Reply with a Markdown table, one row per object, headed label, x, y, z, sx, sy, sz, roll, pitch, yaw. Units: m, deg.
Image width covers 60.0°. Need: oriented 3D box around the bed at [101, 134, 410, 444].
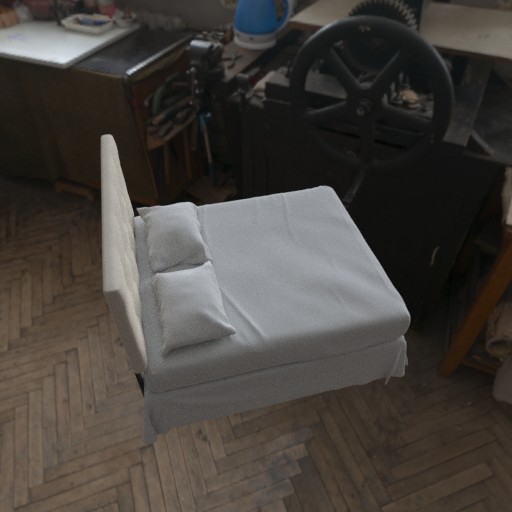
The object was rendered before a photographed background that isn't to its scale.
| label | x | y | z | sx | sy | sz | roll | pitch | yaw |
| --- | --- | --- | --- | --- | --- | --- | --- | --- | --- |
| bed | 0.000 | 0.000 | 3.580 | 2.222 | 1.577 | 1.936 | -10 | 46 | -10 |
